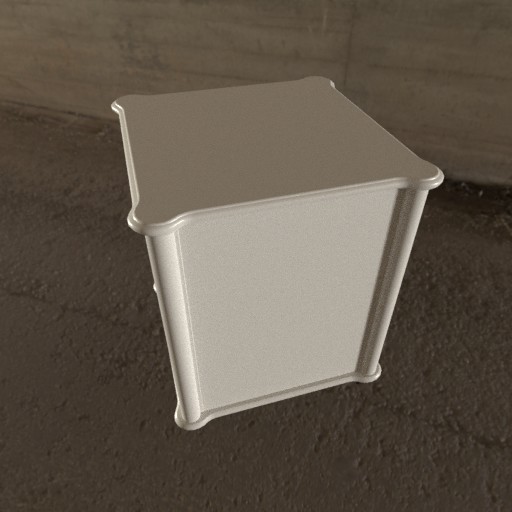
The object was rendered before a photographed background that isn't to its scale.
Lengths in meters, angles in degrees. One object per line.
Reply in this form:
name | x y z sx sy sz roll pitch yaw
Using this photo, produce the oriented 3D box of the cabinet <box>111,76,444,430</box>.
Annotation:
cabinet | 0.000 0.000 1.264 0.628 0.761 0.627 -11 41 -13
